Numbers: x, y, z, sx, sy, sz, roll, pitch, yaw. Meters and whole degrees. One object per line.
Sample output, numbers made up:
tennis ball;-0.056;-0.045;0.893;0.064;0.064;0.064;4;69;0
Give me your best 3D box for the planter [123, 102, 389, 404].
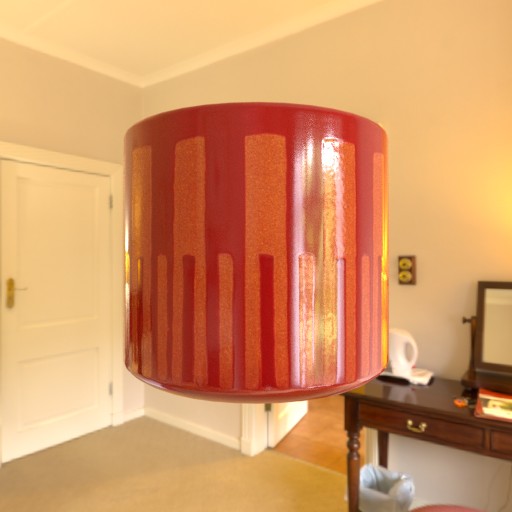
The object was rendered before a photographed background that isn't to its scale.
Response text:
planter;0.000;0.000;0.401;0.230;0.202;0.230;0;0;0
